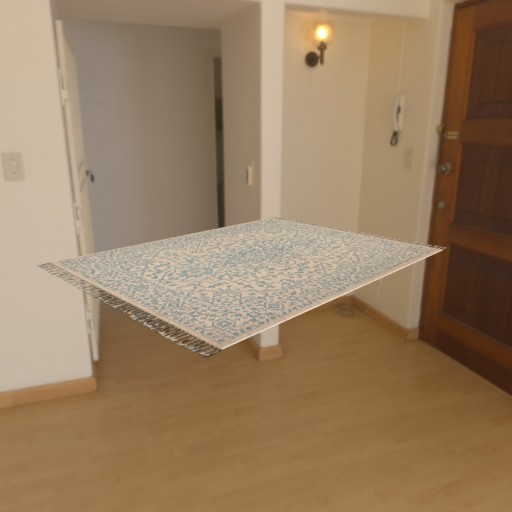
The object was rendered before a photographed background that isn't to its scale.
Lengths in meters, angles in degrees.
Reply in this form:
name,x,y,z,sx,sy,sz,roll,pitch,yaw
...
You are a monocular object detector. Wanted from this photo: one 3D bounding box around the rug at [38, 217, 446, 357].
name,x,y,z,sx,sy,sz,roll,pitch,yaw
rug,0.000,0.000,4.382,2.464,0.010,3.327,15,22,42
